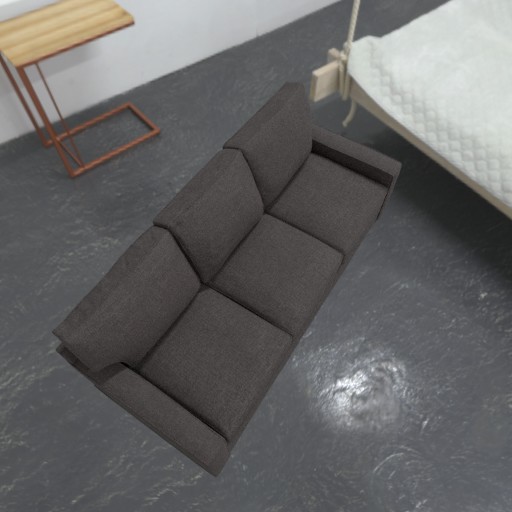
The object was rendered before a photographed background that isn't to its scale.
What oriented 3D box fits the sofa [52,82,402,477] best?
[{"bbox_3d":[0.000,0.000,2.883,1.004,0.978,2.369,29,63,17],"label":"sofa"}]
